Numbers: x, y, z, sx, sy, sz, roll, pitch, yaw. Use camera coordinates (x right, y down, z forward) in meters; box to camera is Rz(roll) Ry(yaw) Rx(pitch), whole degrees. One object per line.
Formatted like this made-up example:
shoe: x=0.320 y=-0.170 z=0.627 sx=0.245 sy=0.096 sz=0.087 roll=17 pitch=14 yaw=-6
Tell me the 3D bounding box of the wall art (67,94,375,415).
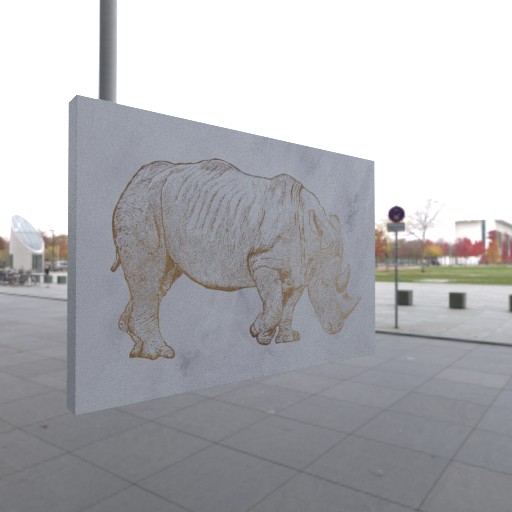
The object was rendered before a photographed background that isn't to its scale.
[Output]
wall art: x=0.000 y=0.000 z=0.764 sx=0.609 sy=0.407 sz=0.038 roll=1 pitch=-1 yaw=-38
